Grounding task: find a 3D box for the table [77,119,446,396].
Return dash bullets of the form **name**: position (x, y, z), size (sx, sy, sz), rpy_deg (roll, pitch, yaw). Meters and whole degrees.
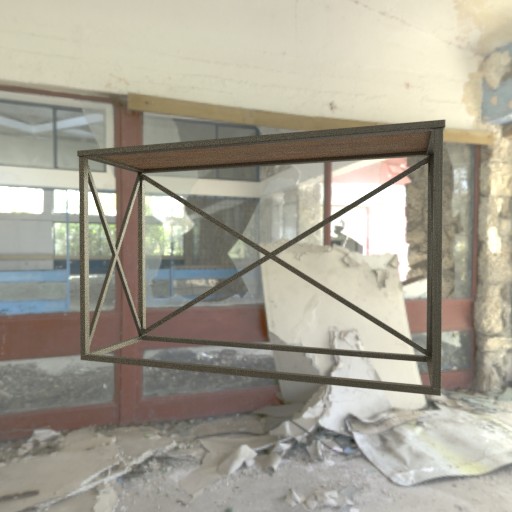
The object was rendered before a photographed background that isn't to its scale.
- **table**: position (0.000, 0.000, 1.587), size (1.216, 0.753, 0.402), rpy_deg (0, 1, 19)
